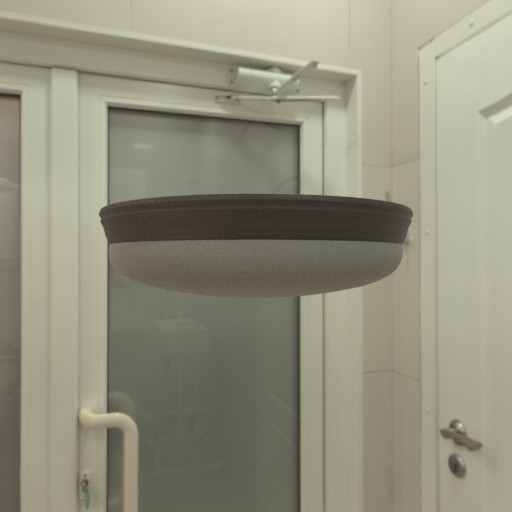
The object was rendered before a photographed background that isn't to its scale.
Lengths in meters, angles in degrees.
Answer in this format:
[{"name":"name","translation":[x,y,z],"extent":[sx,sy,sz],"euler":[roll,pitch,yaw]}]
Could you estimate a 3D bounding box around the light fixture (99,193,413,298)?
[{"name":"light fixture","translation":[0.000,0.000,0.550],"extent":[0.368,0.100,0.368],"euler":[0,-1,0]}]
